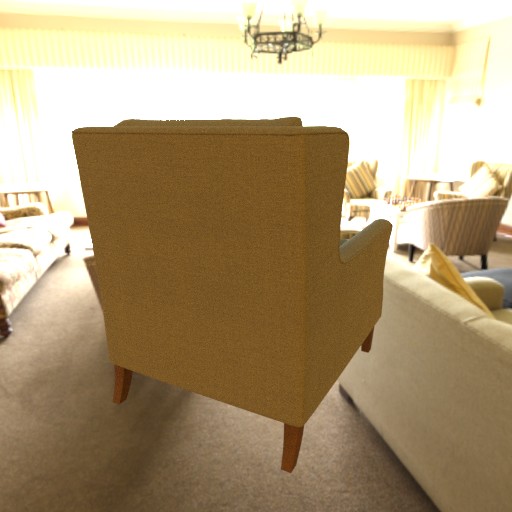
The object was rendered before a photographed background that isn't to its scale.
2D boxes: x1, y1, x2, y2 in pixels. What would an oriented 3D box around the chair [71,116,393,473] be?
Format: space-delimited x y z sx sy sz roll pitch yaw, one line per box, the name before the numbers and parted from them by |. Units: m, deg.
chair | 0.000 0.000 1.785 0.866 1.056 1.040 9 18 28
